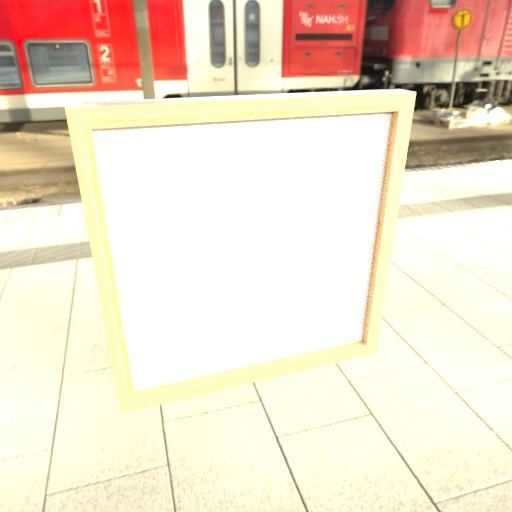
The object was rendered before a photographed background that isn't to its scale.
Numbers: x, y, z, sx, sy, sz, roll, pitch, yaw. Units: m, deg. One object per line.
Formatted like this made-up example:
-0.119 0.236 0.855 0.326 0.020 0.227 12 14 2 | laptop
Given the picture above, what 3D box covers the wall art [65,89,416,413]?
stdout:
0.000 0.000 0.445 0.303 0.303 0.028 -9 28 -17 | wall art
